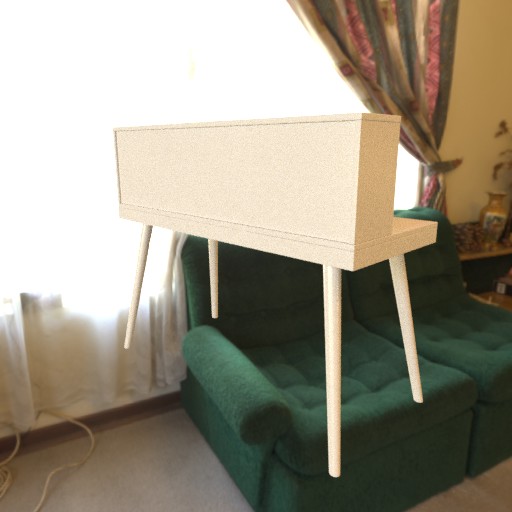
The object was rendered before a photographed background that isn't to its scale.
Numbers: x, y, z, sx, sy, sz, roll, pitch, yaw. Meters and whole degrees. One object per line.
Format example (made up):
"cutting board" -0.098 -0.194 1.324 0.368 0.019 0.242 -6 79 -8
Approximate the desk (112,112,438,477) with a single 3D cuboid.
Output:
"desk" 0.000 0.000 1.736 1.199 0.990 0.559 14 19 43
